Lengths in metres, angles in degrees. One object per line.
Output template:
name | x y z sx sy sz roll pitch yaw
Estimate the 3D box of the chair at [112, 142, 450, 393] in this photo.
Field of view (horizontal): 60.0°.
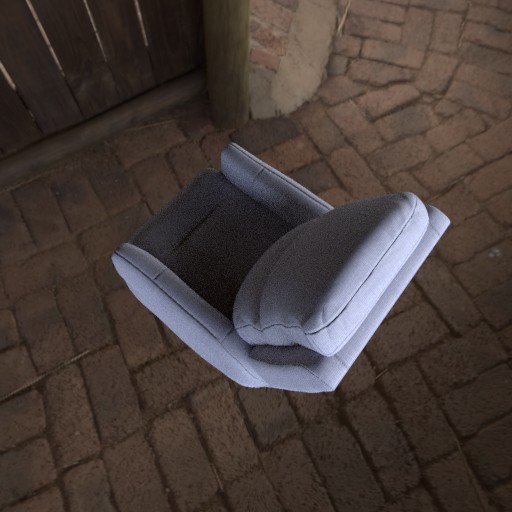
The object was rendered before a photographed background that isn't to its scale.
chair | 0.000 0.000 1.810 1.080 1.030 0.829 35 68 16
